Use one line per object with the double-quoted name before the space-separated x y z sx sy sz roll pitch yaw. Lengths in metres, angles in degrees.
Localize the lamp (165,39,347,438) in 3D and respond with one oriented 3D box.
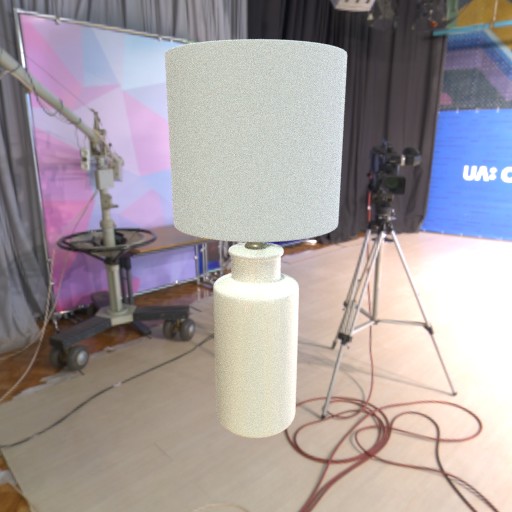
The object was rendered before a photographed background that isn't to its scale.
"lamp" 0.000 0.000 0.593 0.212 0.493 0.212 2 16 8
